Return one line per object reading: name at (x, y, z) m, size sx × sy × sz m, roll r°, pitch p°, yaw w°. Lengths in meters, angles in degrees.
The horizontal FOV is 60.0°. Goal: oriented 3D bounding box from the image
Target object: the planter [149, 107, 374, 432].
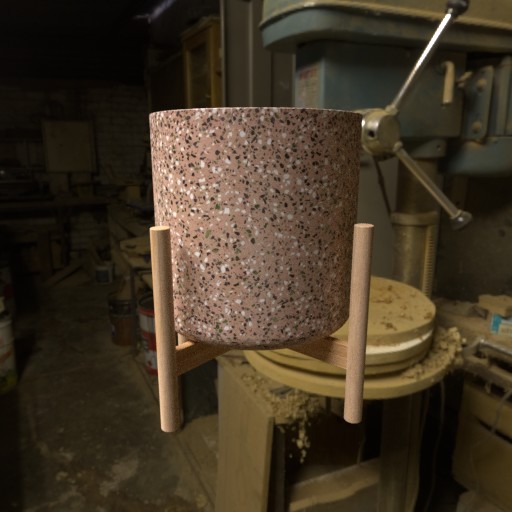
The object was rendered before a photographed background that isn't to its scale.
planter at (0.000, 0.000, 0.696) m, size 0.360 × 0.419 × 0.360 m, roll -7°, pitch 15°, yaw -26°
